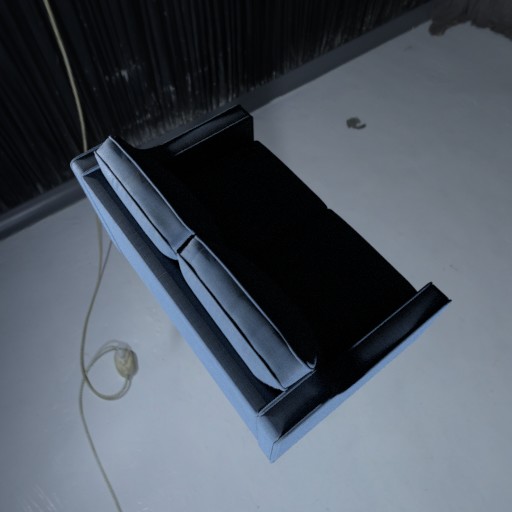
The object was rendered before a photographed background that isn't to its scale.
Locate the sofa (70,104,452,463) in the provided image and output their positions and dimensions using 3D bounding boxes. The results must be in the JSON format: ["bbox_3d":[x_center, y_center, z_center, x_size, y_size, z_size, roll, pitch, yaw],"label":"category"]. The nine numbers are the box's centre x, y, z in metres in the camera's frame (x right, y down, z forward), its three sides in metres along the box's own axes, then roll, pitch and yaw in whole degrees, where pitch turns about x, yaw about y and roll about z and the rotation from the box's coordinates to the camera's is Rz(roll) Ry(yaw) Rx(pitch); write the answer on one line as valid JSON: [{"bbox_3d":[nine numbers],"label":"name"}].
[{"bbox_3d":[0.000,0.000,2.146,0.987,0.971,1.501,-34,65,-18],"label":"sofa"}]
